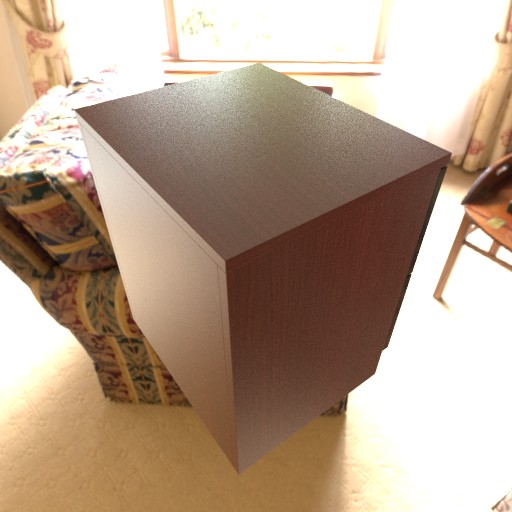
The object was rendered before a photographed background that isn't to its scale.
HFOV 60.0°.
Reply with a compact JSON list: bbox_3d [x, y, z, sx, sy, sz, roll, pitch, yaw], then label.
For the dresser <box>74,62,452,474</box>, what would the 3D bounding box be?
[{"bbox_3d":[0.000,0.000,0.756,0.360,0.470,0.400,-26,48,-26],"label":"dresser"}]
